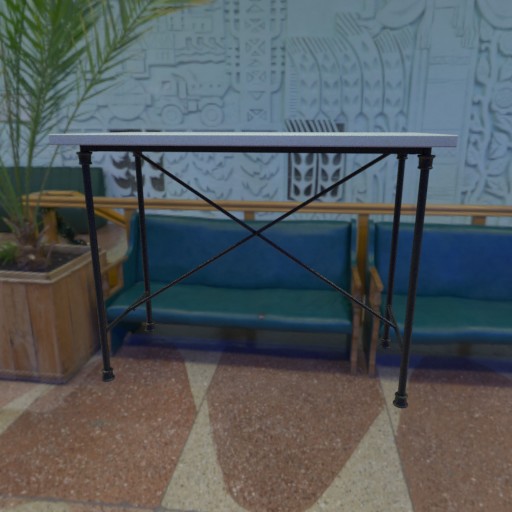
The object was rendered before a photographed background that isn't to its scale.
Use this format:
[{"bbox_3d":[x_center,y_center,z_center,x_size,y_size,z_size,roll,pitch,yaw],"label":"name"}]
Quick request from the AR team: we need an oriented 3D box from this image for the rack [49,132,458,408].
[{"bbox_3d":[0.000,0.000,1.649,1.159,0.880,0.613,2,16,8],"label":"rack"}]
